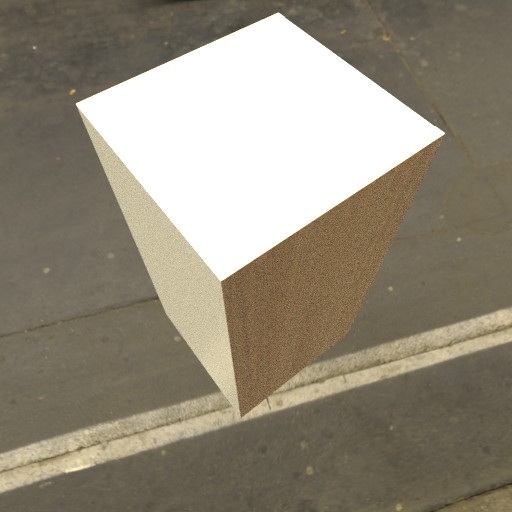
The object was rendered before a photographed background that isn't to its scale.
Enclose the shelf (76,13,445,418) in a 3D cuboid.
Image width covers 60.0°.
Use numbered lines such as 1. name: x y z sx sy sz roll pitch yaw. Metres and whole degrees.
1. shelf: 0.000 0.000 0.747 0.297 0.594 0.290 -33 65 -18
